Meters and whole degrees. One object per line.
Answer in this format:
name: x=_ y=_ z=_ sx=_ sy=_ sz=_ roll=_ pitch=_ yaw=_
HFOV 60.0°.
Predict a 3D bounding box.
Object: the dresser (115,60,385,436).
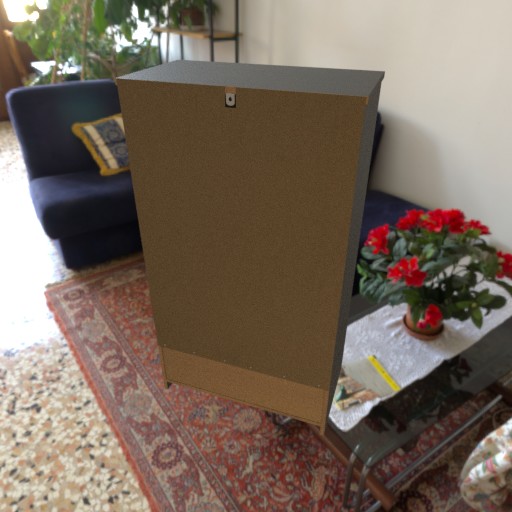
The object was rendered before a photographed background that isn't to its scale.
dresser: x=0.000 y=0.000 z=1.630 sx=0.704 sy=1.255 sz=0.399 roll=11 pitch=33 yaw=17
